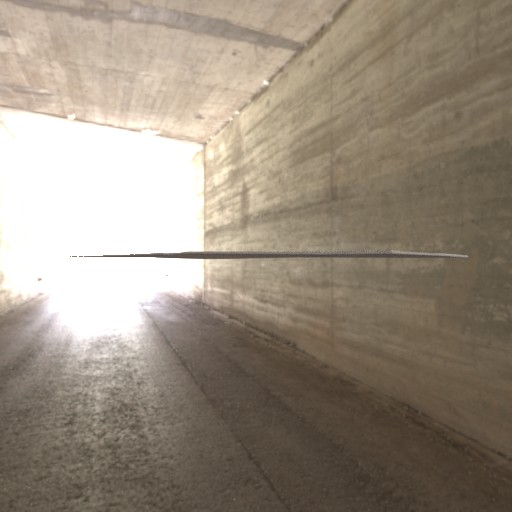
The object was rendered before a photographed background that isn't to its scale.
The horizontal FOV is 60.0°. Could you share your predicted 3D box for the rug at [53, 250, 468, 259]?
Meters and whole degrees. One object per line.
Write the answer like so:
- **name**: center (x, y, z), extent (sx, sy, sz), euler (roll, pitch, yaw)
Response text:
- **rug**: center (0.000, 0.000, 2.239), extent (1.773, 0.021, 1.149), euler (-1, -1, 35)
